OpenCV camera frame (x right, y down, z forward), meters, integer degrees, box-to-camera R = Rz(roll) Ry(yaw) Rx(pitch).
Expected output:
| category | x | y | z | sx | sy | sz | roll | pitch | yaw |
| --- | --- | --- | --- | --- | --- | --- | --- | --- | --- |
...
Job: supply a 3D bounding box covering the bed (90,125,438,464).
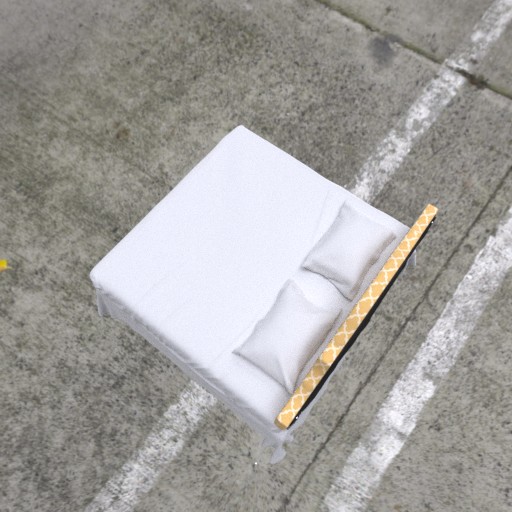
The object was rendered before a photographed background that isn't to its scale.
| category | x | y | z | sx | sy | sz | roll | pitch | yaw |
| --- | --- | --- | --- | --- | --- | --- | --- | --- | --- |
| bed | 0.000 | 0.000 | 3.665 | 2.222 | 1.601 | 2.314 | 35 | 70 | 15 |
